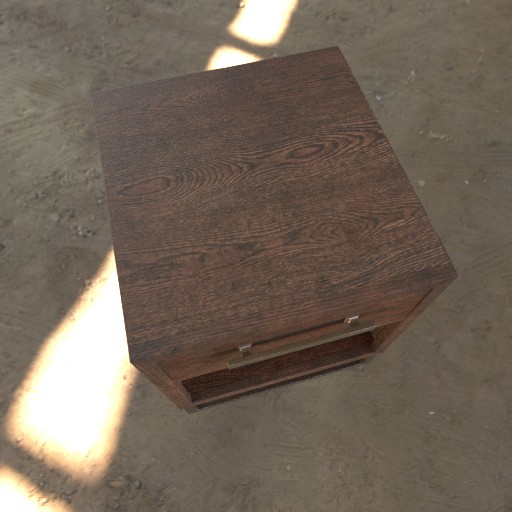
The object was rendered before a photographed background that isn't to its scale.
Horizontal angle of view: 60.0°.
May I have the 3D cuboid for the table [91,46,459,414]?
[{"bbox_3d":[0.000,0.000,1.019,0.506,0.582,0.566,-14,64,-7],"label":"table"}]
